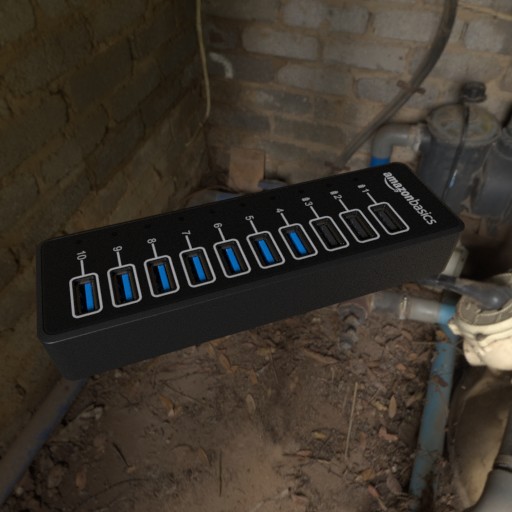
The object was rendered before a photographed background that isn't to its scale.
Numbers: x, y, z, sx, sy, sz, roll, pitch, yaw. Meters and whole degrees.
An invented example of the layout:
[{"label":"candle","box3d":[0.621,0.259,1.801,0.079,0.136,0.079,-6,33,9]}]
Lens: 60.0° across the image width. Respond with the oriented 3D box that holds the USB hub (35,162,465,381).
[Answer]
[{"label":"USB hub","box3d":[0.000,0.000,0.162,0.145,0.023,0.044,-14,49,-13]}]
